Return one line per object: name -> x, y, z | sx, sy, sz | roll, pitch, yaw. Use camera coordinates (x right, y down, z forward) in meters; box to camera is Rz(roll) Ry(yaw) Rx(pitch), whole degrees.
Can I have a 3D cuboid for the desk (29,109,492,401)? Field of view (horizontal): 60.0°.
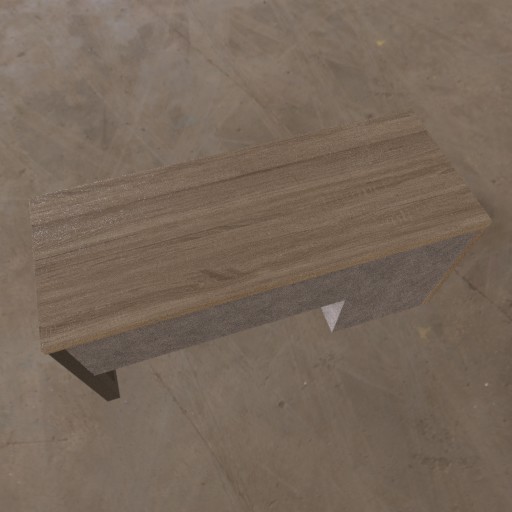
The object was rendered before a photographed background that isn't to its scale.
desk -> 0.000, 0.000, 2.075 | 1.700, 0.760, 0.690 | -15, 60, -9
